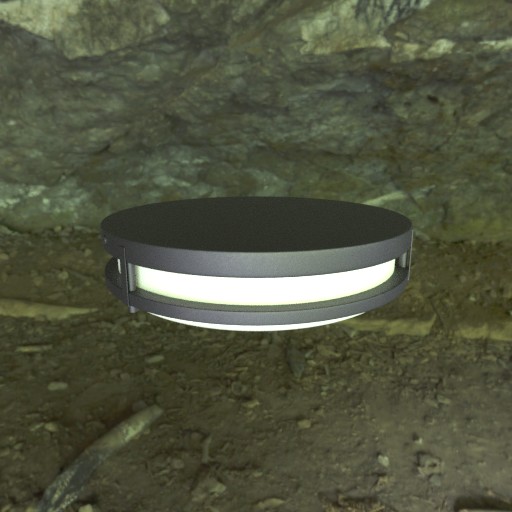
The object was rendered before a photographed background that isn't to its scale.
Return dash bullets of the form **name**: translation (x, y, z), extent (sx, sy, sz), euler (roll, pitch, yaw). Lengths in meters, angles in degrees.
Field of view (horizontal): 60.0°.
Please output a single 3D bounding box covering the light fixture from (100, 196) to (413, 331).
- **light fixture**: translation (0.000, 0.000, 0.543), extent (0.356, 0.102, 0.356), euler (0, 15, 0)
